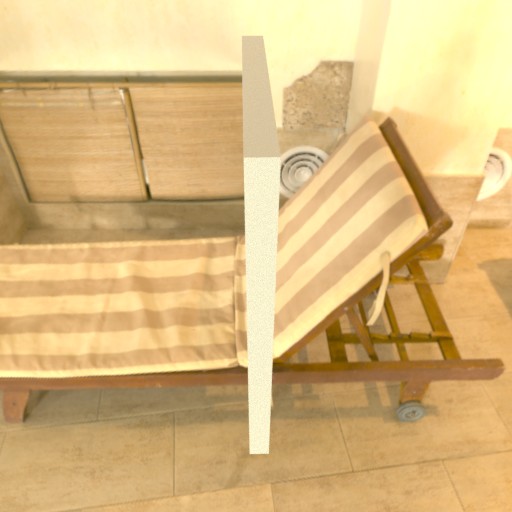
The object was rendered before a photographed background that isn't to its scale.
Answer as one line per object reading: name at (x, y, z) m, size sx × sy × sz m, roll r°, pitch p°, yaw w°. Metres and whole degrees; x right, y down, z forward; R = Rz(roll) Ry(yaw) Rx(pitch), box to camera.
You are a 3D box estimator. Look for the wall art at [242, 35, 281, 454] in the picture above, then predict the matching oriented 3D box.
wall art at (0.000, 0.000, 0.548) m, size 0.025 × 0.428 × 0.293 m, roll -1°, pitch 41°, yaw -1°
